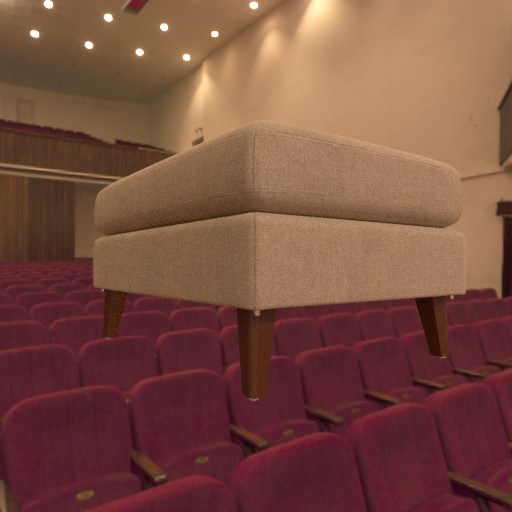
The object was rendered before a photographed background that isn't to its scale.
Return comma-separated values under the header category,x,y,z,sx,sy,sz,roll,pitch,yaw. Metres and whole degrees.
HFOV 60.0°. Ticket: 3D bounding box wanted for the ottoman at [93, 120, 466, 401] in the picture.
category,x,y,z,sx,sy,sz,roll,pitch,yaw
ottoman,0.000,0.000,1.161,0.610,0.478,0.823,1,-1,-36
